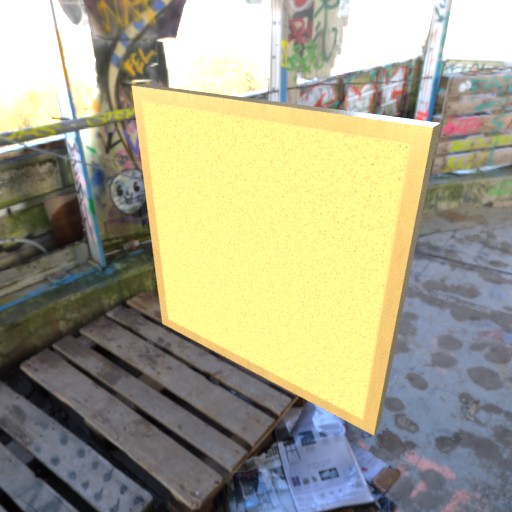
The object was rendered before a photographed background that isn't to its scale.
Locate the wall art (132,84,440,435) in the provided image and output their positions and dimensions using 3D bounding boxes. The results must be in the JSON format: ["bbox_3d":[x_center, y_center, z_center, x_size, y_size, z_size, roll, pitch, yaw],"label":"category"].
[{"bbox_3d":[0.000,0.000,2.884,1.935,1.936,0.097,20,35,31],"label":"wall art"}]
